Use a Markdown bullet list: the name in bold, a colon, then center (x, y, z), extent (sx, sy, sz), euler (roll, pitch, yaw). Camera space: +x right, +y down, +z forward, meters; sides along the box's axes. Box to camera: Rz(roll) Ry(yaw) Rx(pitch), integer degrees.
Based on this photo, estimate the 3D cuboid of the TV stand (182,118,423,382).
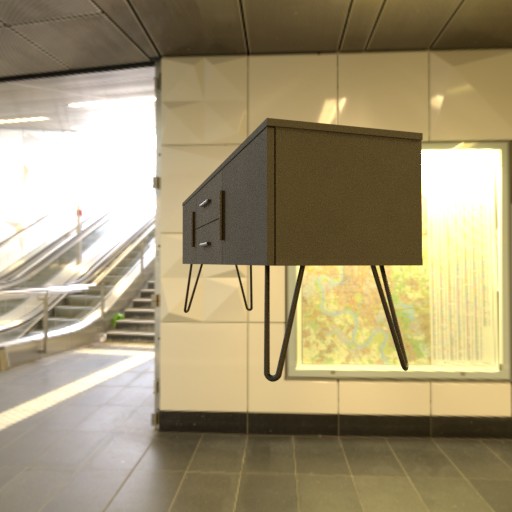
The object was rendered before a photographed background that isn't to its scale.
- **TV stand**: center (0.000, 0.000, 1.652), extent (0.400, 0.560, 1.400), euler (0, -1, -17)
